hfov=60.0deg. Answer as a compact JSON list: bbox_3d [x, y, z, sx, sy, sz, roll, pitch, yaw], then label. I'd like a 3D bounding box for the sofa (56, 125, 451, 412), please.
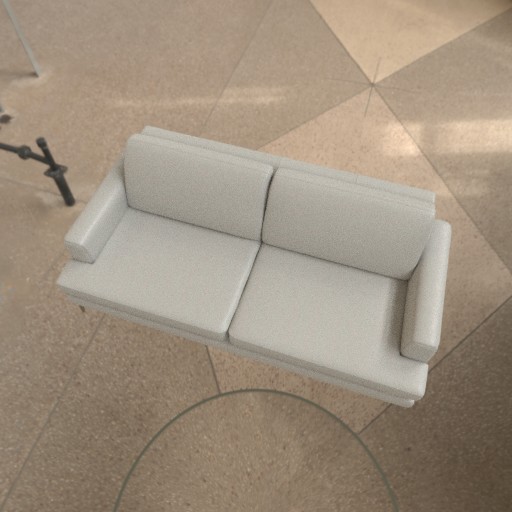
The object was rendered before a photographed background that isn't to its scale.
[{"bbox_3d":[0.000,0.000,2.408,1.940,0.765,0.974,15,59,10],"label":"sofa"}]
